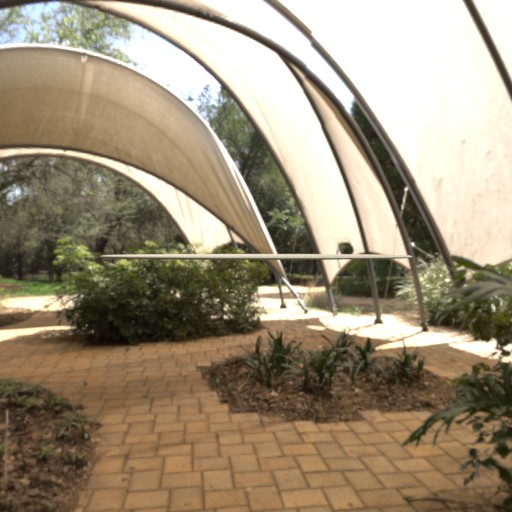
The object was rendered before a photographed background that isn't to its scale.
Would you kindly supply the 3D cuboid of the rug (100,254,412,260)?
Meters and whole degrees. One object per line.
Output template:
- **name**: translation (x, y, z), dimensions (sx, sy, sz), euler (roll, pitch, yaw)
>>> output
- **rug**: translation (0.000, 0.000, 2.396), dimensions (1.593, 0.012, 1.593), euler (0, 1, 0)
